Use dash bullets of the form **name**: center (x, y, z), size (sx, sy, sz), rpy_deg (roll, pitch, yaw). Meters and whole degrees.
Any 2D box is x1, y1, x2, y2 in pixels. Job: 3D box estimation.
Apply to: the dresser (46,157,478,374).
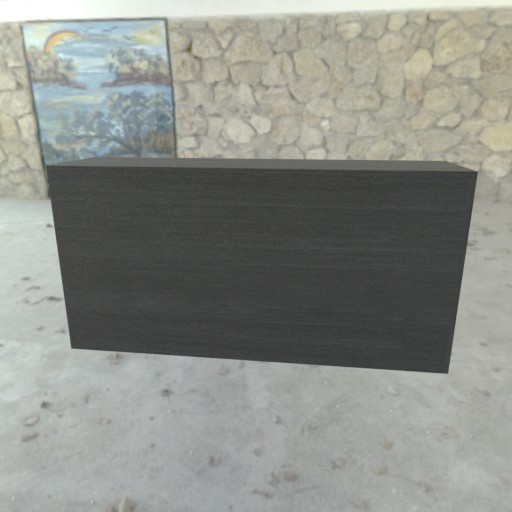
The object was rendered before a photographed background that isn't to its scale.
- **dresser**: center (0.000, 0.000, 1.928), size (1.590, 0.795, 0.400), rpy_deg (2, 17, 7)
